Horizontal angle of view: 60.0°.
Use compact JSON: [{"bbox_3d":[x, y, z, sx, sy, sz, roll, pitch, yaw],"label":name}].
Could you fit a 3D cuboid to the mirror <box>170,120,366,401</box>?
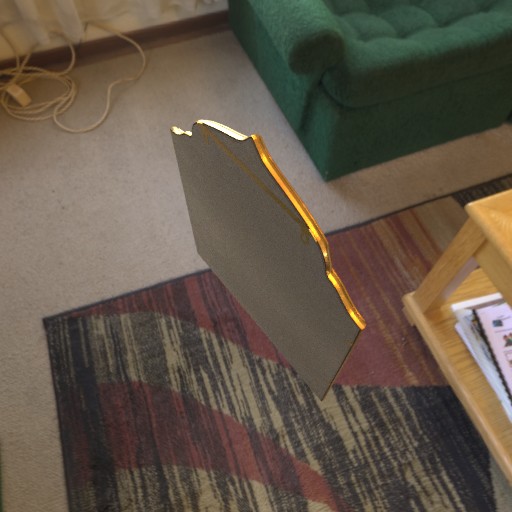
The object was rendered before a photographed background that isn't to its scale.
[{"bbox_3d":[0.000,0.000,0.859,0.018,0.635,0.513,-34,65,-18],"label":"mirror"}]
